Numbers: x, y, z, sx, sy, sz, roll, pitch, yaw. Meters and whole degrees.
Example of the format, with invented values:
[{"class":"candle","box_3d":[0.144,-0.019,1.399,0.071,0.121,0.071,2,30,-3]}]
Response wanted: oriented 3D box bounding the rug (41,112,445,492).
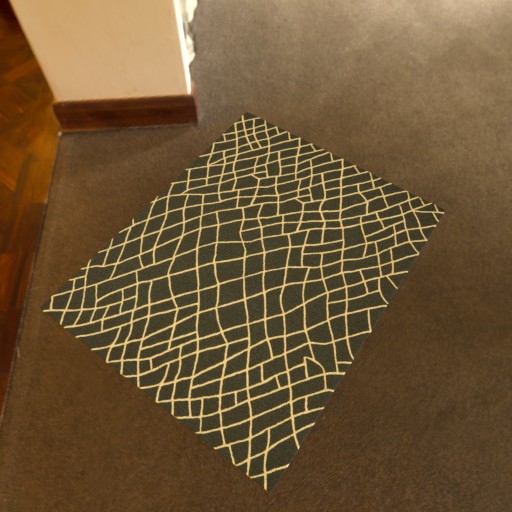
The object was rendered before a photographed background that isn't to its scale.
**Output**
[{"class":"rug","box_3d":[0.000,0.000,4.109,2.439,0.022,3.047,31,64,18]}]
